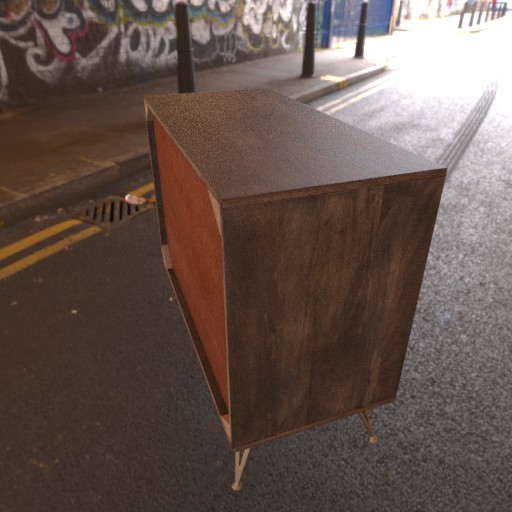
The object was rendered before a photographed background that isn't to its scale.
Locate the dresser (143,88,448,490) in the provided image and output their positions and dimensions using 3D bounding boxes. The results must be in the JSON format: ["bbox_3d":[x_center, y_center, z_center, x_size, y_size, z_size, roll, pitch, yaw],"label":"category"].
[{"bbox_3d":[0.000,0.000,1.349,0.453,0.801,0.923,-10,32,-17],"label":"dresser"}]
